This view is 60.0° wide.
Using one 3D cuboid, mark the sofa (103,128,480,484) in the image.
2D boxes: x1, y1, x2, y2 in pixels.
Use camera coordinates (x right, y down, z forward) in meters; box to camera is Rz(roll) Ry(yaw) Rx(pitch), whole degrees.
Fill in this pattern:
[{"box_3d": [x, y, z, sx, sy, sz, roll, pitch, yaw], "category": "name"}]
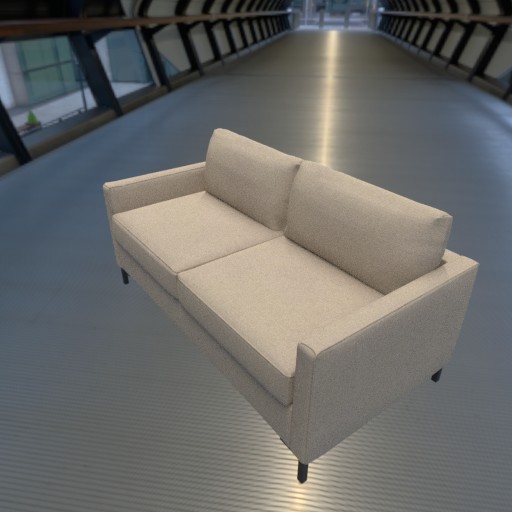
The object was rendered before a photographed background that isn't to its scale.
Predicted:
[{"box_3d": [0.000, 0.000, 2.103, 0.875, 0.840, 1.682, -20, 36, -31], "category": "sofa"}]
